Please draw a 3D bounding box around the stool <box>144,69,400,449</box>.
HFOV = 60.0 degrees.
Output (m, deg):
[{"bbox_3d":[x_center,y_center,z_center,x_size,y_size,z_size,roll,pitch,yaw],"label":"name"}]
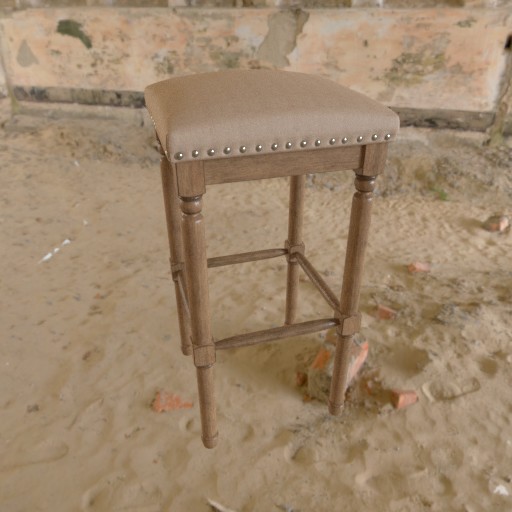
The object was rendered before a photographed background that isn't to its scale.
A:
[{"bbox_3d":[0.000,0.000,0.994,0.383,0.768,0.382,-9,32,-14],"label":"stool"}]
